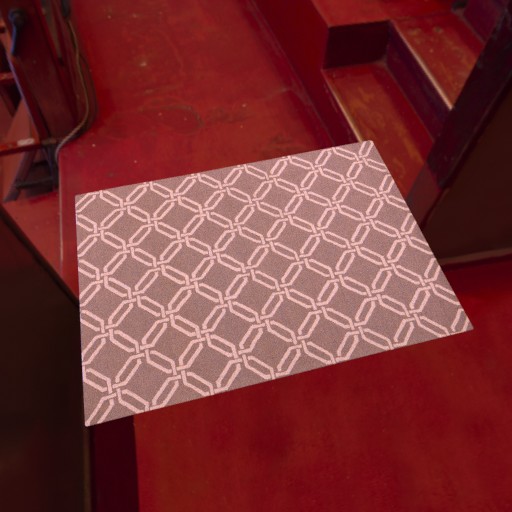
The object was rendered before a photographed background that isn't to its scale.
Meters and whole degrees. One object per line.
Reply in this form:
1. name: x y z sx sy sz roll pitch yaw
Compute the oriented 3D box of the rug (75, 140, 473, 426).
1. rug: 0.000 0.000 4.368 3.419 0.020 2.441 -12 59 -7
